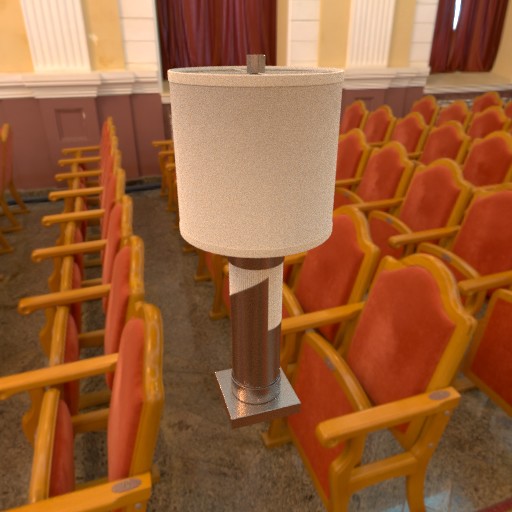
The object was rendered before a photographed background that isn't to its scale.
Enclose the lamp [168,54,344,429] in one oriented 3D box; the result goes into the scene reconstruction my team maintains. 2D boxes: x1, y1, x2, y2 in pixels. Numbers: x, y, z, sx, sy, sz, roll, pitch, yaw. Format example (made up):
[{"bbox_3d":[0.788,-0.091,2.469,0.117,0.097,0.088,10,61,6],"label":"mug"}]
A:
[{"bbox_3d":[0.000,0.000,0.616,0.202,0.509,0.202,-8,27,-16],"label":"lamp"}]
